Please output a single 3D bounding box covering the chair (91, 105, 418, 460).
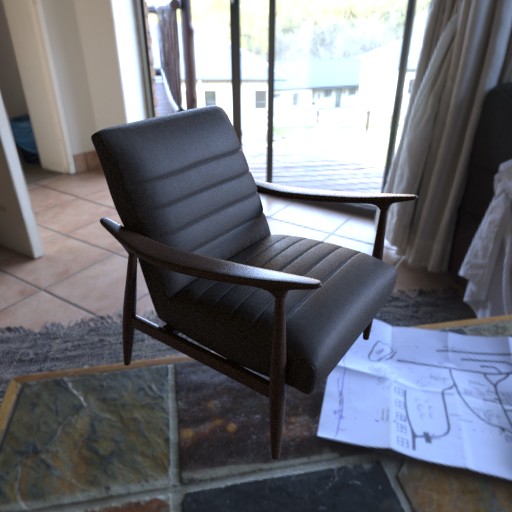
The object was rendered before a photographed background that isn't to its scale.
[{"bbox_3d":[0.000,0.000,1.458,0.798,0.831,0.741,18,32,31],"label":"chair"}]
